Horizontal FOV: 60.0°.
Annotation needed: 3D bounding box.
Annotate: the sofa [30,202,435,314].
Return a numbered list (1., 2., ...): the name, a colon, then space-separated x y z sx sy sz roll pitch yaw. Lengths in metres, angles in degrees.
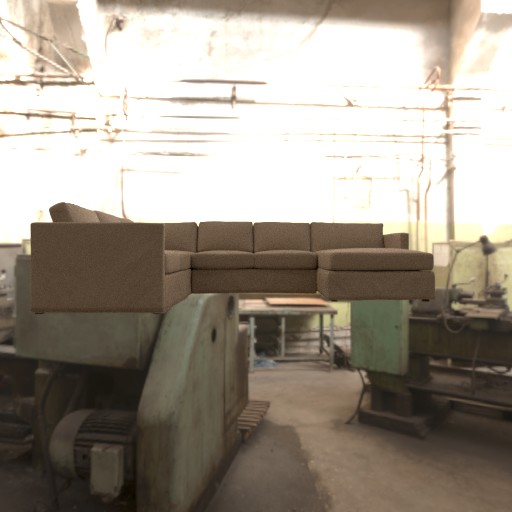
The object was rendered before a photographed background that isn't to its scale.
1. sofa: 0.000 0.000 4.569 3.460 0.882 2.427 0 0 -1
